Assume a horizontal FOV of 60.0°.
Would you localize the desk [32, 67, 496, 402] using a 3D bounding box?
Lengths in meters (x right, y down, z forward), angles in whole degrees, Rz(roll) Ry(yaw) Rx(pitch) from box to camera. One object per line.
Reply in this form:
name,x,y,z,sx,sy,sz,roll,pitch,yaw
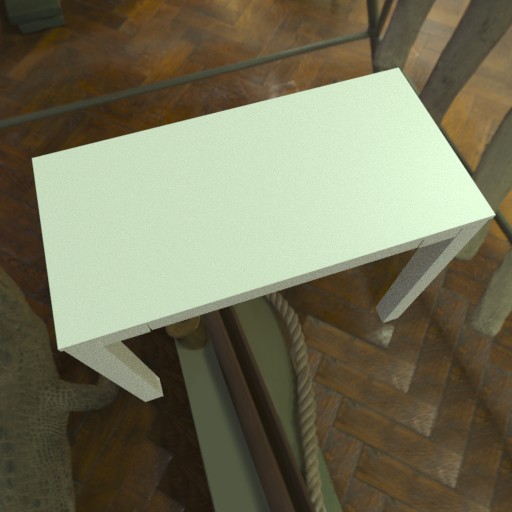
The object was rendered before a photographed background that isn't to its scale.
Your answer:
desk,0.000,0.000,1.391,0.990,0.762,0.497,-17,65,-8
